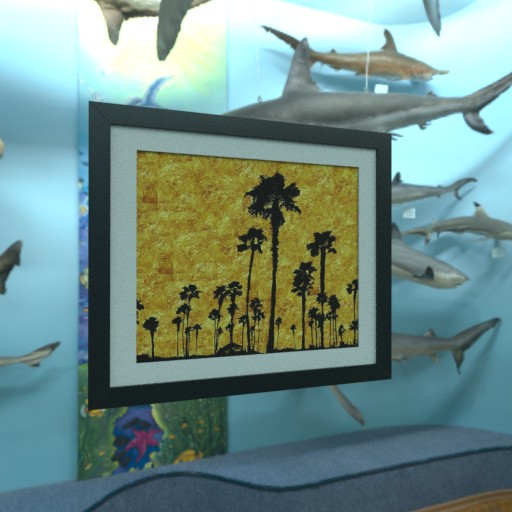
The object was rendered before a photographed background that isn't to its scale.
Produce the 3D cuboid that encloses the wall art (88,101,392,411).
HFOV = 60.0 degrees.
[{"bbox_3d":[0.000,0.000,0.540,0.383,0.332,0.012,0,0,-19],"label":"wall art"}]
